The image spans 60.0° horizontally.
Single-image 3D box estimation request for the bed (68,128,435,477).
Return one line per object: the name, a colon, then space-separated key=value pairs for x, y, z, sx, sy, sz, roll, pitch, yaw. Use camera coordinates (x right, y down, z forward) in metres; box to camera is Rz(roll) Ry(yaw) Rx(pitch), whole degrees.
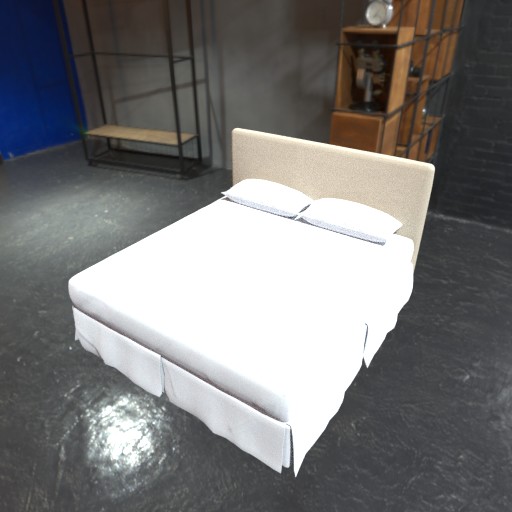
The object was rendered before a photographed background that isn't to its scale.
bed: x=0.000 y=0.000 z=3.613 sx=2.119 sy=1.317 sz=2.319 roll=19 pitch=36 yaw=29
